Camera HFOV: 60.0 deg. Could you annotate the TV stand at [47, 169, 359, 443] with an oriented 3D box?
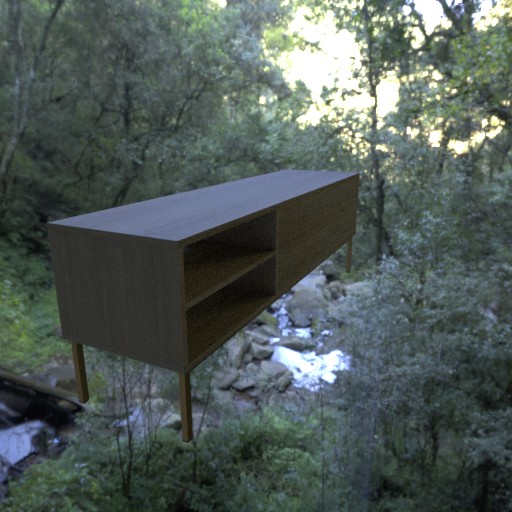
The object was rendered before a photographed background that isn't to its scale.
[{"bbox_3d":[0.000,0.000,1.832,0.420,0.550,1.600,8,18,26],"label":"TV stand"}]
